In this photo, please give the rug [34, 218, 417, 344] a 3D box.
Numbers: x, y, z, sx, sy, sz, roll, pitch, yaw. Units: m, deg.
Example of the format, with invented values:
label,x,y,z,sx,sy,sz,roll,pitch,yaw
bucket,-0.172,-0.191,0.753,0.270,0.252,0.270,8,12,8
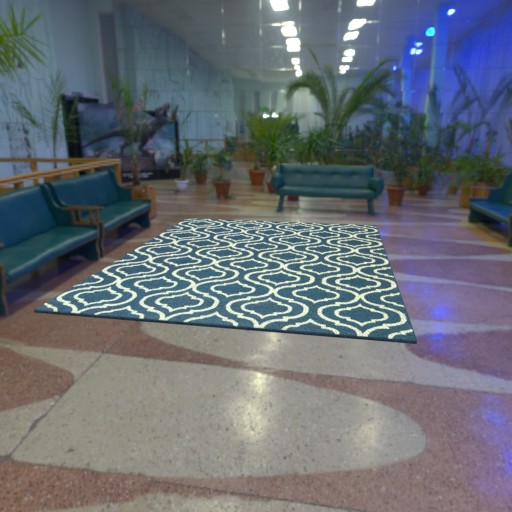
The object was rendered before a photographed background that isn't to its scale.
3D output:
label,x,y,z,sx,sy,sz,roll,pitch,yaw
rug,0.000,0.000,3.901,2.270,0.020,2.881,3,17,10
